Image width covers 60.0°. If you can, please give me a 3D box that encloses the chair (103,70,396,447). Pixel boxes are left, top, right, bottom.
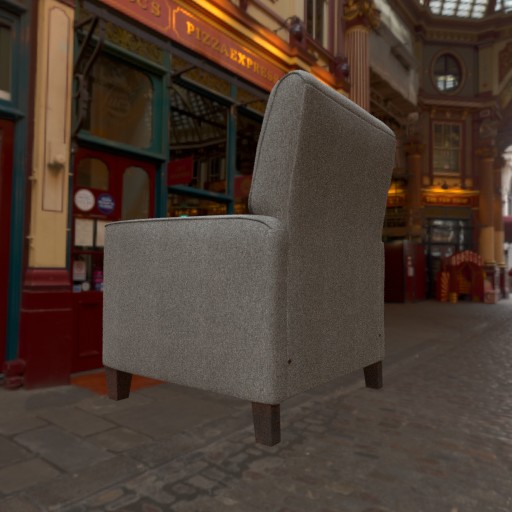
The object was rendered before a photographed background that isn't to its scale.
[{"bbox_3d":[0.000,0.000,1.670,0.858,1.028,0.841,-1,-2,38],"label":"chair"}]
